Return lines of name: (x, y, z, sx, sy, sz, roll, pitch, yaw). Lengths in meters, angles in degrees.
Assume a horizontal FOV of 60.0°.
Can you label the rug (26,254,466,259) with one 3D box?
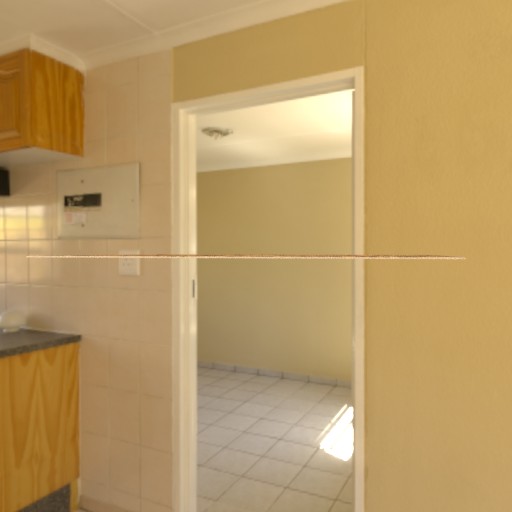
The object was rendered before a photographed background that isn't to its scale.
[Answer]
rug: (0.000, 0.000, 2.898, 2.284, 0.008, 1.522, 0, 1, 17)
